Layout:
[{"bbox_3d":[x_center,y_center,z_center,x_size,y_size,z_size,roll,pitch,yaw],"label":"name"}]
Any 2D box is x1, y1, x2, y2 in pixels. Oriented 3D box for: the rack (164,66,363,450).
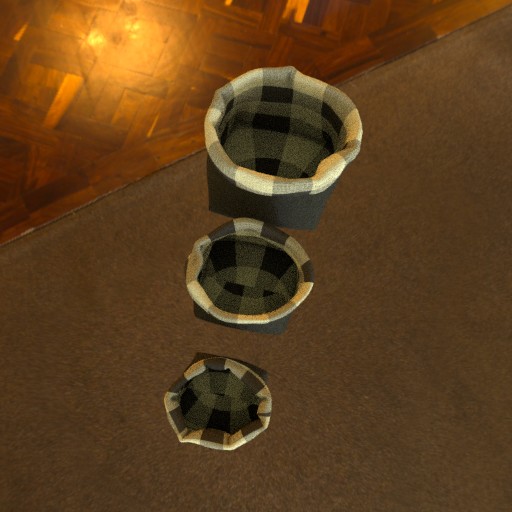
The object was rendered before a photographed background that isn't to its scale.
[{"bbox_3d":[0.000,0.000,1.084,0.370,0.329,0.889,12,76,3],"label":"rack"}]
